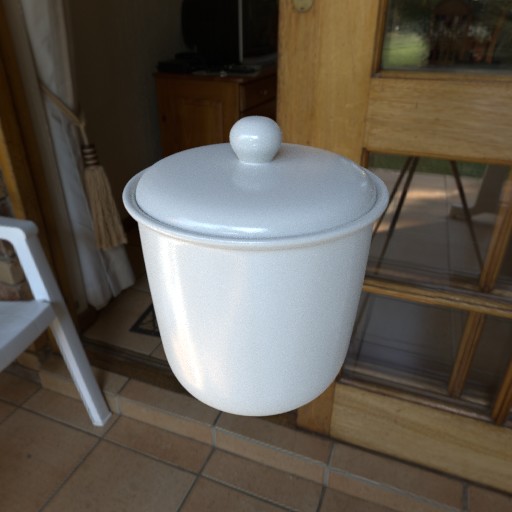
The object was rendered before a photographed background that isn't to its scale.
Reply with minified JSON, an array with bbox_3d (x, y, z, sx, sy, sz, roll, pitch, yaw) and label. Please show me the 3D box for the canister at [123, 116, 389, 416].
[{"bbox_3d":[0.000,0.000,0.340,0.182,0.208,0.182,0,29,0],"label":"canister"}]
